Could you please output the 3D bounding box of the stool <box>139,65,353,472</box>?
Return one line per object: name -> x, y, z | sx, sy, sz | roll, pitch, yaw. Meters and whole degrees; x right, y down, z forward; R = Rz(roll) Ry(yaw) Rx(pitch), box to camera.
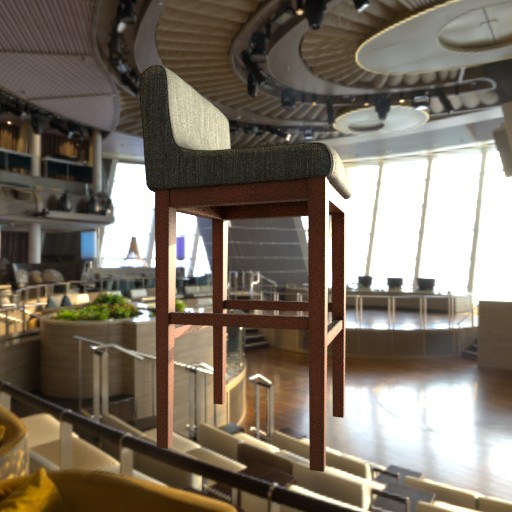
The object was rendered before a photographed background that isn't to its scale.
stool -> 0.000, 0.000, 1.236 | 0.499, 0.965, 0.426 | 0, -1, 18
